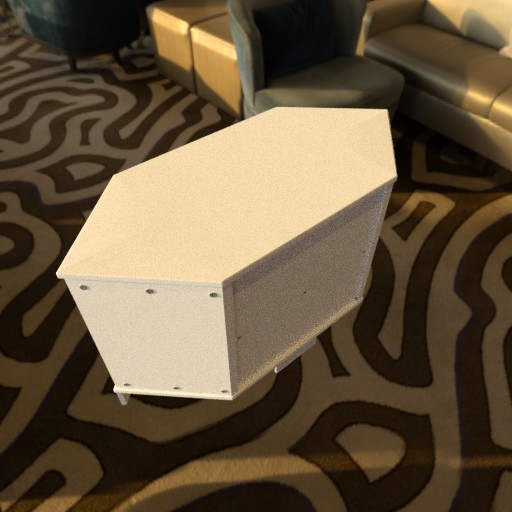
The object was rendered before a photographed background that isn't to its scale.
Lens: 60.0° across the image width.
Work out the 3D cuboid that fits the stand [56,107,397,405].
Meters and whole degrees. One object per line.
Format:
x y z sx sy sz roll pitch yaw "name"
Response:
0.000 0.000 1.373 1.072 0.614 0.477 -31 54 -26 "stand"
